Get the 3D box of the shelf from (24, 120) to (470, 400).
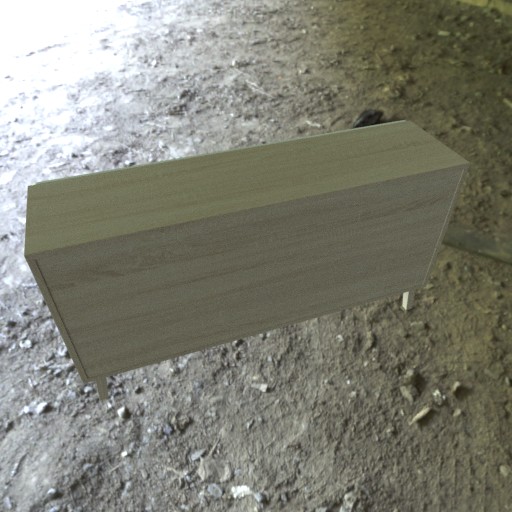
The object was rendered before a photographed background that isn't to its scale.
[{"bbox_3d":[0.000,0.000,1.798,1.490,0.780,0.400,-13,43,-15],"label":"shelf"}]
